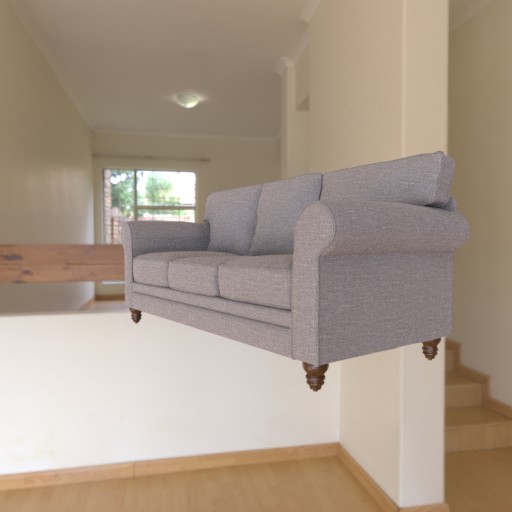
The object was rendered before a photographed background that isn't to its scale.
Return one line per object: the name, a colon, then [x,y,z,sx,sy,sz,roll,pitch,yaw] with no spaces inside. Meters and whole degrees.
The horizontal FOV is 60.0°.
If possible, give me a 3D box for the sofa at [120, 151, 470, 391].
sofa: [0.000,0.000,2.575,0.916,0.961,2.084,-1,2,-37]
